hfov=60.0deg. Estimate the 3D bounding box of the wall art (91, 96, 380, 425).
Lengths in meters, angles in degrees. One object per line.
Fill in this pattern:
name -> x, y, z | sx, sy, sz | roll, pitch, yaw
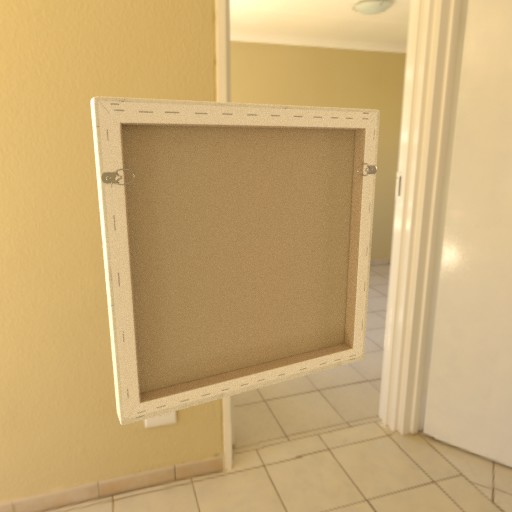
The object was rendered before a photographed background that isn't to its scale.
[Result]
wall art -> 0.000, 0.000, 0.941 | 0.610, 0.611, 0.040 | -7, 16, -26
